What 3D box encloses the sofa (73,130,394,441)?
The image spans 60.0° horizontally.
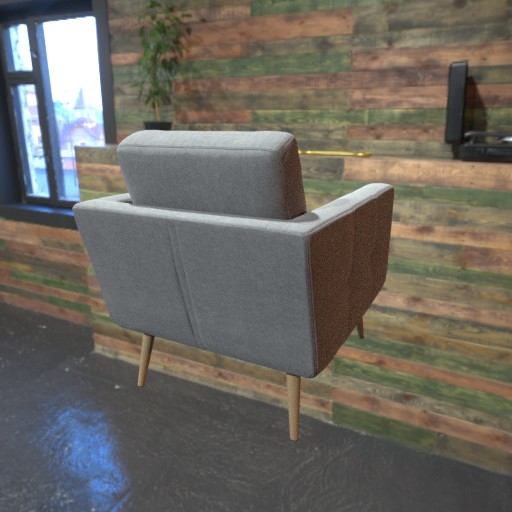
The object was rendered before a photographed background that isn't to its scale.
[{"bbox_3d":[0.000,0.000,1.565,0.770,0.860,0.920,9,19,27],"label":"sofa"}]
